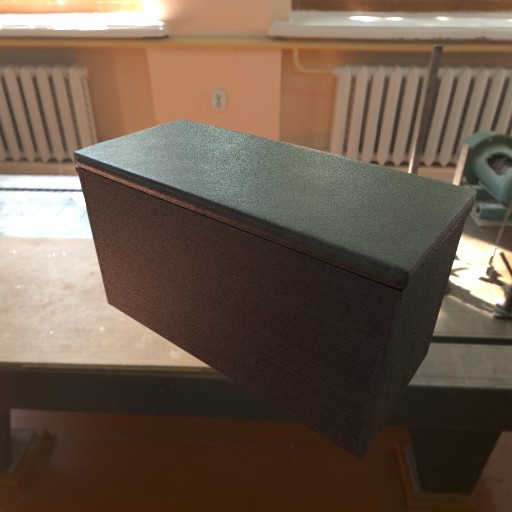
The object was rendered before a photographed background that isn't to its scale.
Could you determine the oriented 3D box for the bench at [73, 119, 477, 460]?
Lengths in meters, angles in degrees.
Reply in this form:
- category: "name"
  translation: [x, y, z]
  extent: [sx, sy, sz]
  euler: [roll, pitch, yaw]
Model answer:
- category: "bench"
  translation: [0.000, 0.000, 1.185]
  extent: [0.905, 0.501, 0.401]
  euler: [23, 39, 31]
